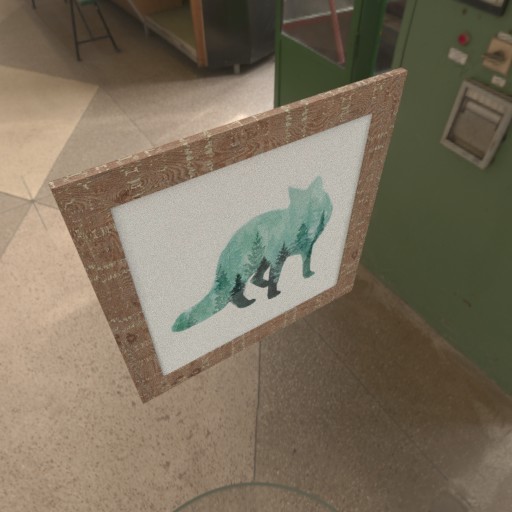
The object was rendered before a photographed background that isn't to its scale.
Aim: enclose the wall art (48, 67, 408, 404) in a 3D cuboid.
[{"bbox_3d":[0.000,0.000,0.558,0.384,0.384,0.012,-25,52,-21],"label":"wall art"}]
